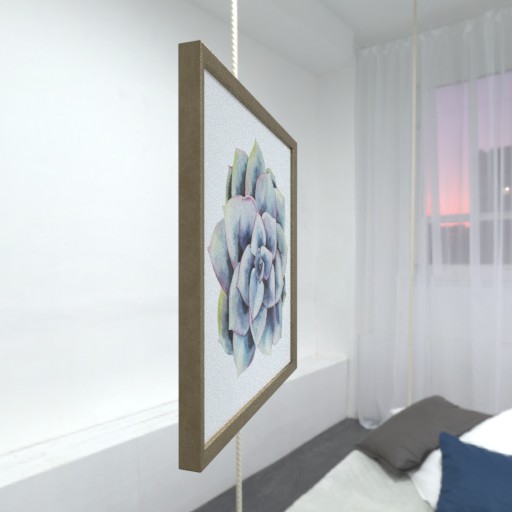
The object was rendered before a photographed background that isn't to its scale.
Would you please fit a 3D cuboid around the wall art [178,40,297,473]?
[{"bbox_3d":[0.000,0.000,0.761,0.030,0.506,0.503,0,0,18],"label":"wall art"}]
